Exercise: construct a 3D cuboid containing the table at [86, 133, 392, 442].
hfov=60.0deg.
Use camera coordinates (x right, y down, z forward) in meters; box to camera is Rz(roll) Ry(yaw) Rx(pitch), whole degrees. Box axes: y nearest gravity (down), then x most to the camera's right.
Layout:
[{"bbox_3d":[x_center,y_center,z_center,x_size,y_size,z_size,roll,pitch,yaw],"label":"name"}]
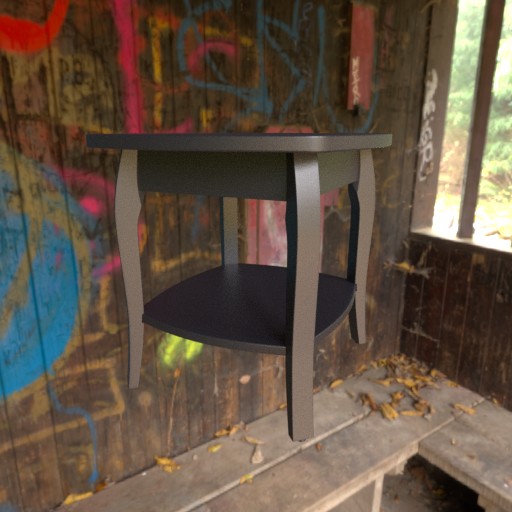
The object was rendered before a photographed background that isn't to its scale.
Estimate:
[{"bbox_3d":[0.000,0.000,0.858,0.457,0.457,0.508,8,18,25],"label":"table"}]
